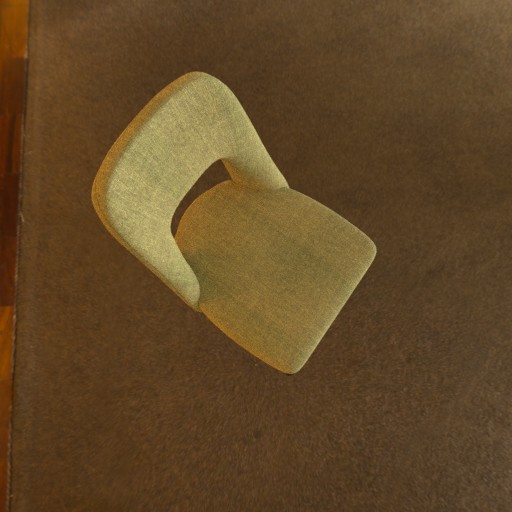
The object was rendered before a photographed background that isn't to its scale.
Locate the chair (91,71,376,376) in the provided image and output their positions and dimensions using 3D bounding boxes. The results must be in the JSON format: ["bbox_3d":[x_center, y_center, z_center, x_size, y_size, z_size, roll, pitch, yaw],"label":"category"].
[{"bbox_3d":[0.000,0.000,1.295,0.612,0.931,0.470,35,79,8],"label":"chair"}]
